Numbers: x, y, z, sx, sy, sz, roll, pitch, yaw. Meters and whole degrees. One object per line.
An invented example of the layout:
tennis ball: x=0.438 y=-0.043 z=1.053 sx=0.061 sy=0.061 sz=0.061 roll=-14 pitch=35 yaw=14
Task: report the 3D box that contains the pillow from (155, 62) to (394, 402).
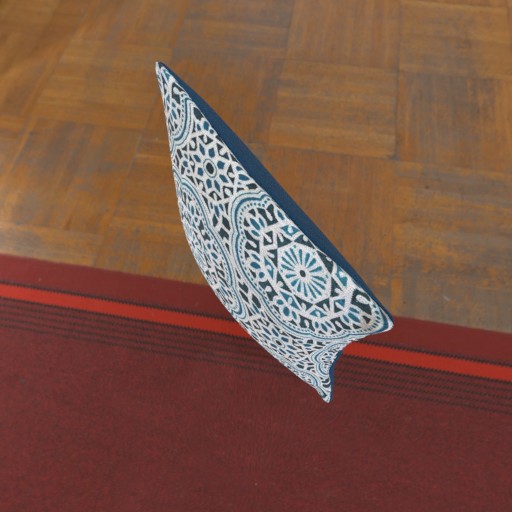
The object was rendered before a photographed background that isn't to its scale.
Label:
pillow: x=0.000 y=0.000 z=0.667 sx=0.145 sy=0.420 sz=0.440 roll=-32 pitch=67 yaw=-15
